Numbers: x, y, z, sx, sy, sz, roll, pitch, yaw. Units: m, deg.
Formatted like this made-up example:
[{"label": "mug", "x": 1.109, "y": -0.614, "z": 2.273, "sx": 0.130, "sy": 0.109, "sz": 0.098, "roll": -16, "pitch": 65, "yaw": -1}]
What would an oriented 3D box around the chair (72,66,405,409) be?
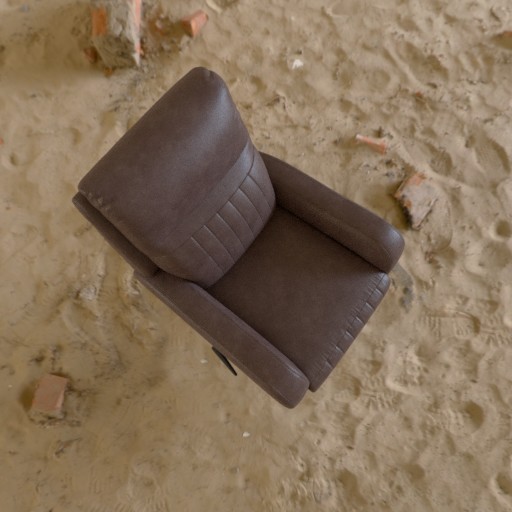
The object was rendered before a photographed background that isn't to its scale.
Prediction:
[{"label": "chair", "x": 0.000, "y": 0.000, "z": 1.842, "sx": 1.067, "sy": 1.067, "sz": 0.865, "roll": 37, "pitch": 77, "yaw": 10}]
